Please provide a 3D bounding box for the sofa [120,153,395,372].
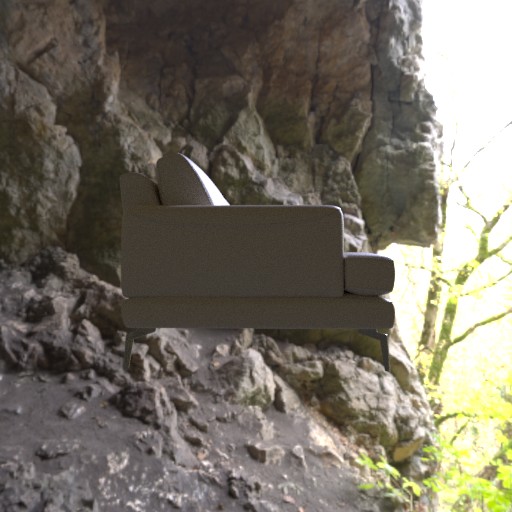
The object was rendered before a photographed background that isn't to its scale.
[{"bbox_3d":[0.000,0.000,2.408,0.974,0.765,1.940,0,0,2],"label":"sofa"}]
